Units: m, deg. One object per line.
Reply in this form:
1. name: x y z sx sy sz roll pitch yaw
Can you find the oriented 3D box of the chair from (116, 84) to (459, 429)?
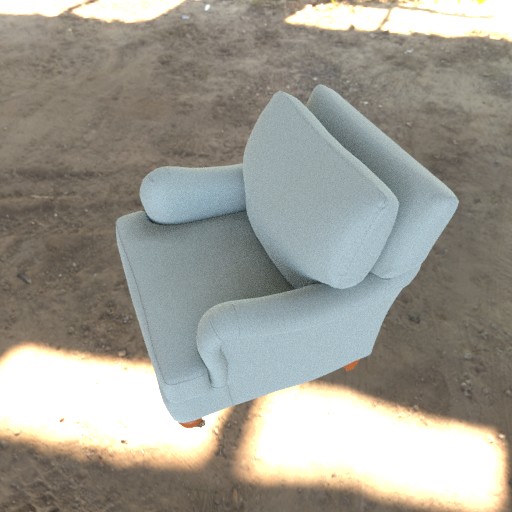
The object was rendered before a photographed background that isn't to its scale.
1. chair: 0.000 0.000 1.879 1.070 1.038 0.955 -17 48 -16
